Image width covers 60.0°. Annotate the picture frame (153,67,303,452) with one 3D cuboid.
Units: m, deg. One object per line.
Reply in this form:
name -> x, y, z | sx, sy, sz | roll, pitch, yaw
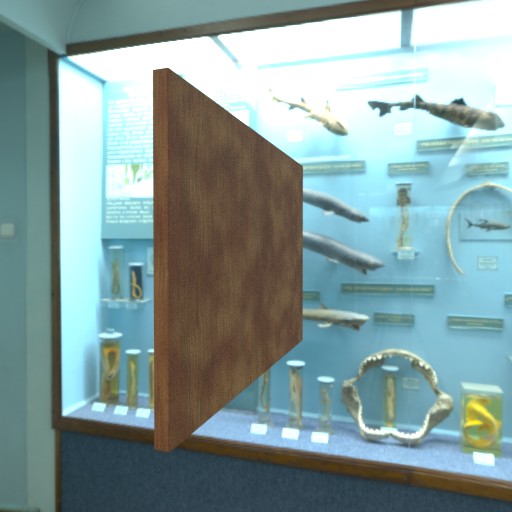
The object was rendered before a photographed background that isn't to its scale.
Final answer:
picture frame -> 0.000, 0.000, 1.188 | 0.029, 0.640, 0.950 | 0, 1, 19
